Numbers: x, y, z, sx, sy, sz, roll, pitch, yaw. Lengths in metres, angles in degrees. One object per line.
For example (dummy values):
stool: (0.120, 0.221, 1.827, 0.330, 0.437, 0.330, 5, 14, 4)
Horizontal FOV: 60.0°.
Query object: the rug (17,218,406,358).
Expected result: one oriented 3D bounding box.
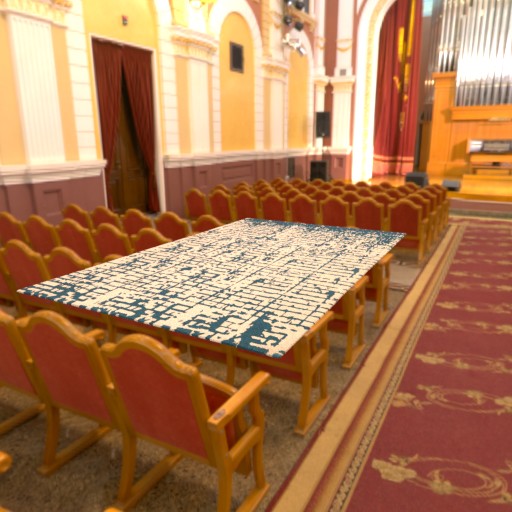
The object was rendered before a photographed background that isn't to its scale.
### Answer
rug: (0.000, 0.000, 2.992, 1.517, 0.011, 2.435, 8, 17, 27)
